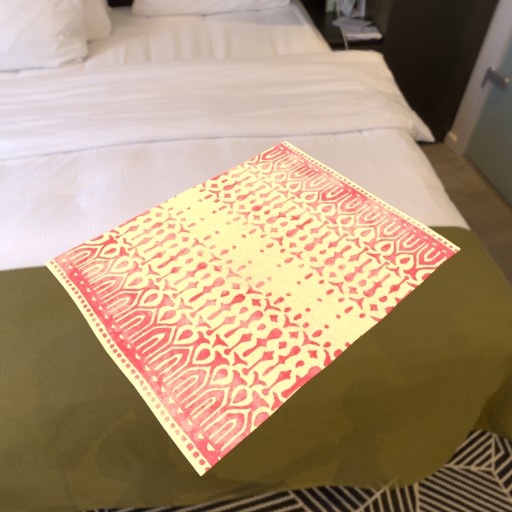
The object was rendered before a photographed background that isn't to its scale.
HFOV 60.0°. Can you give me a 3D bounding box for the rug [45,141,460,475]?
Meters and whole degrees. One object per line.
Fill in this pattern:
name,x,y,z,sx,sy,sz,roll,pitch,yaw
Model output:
rug,0.000,0.000,4.157,3.095,0.016,2.441,-33,55,-26
